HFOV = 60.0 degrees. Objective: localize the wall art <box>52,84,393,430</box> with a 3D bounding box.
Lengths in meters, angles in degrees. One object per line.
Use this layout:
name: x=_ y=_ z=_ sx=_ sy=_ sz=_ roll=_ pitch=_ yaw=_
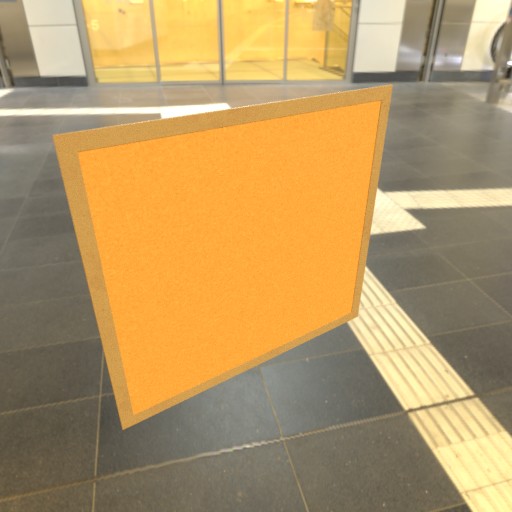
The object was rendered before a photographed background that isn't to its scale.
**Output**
wall art: x=0.000 y=0.000 z=1.608 sx=1.168 sy=1.067 sz=0.025 roll=-19 pitch=36 yaw=-28
